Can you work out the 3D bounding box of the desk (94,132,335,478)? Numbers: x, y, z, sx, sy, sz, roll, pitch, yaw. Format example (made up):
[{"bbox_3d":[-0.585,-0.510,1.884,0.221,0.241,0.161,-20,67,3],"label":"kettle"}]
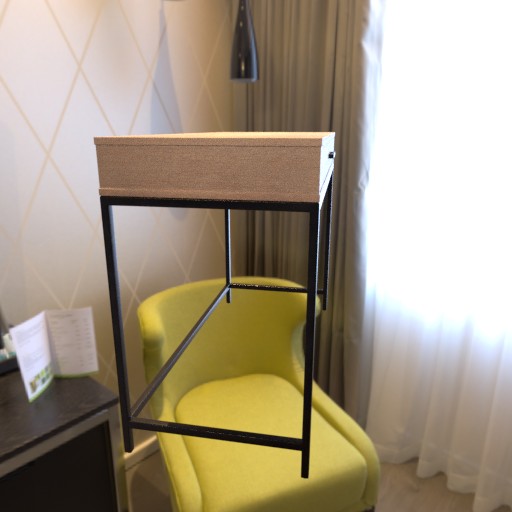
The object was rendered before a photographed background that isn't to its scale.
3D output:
[{"bbox_3d":[0.000,0.000,1.435,0.470,0.762,1.016,3,16,11],"label":"desk"}]
